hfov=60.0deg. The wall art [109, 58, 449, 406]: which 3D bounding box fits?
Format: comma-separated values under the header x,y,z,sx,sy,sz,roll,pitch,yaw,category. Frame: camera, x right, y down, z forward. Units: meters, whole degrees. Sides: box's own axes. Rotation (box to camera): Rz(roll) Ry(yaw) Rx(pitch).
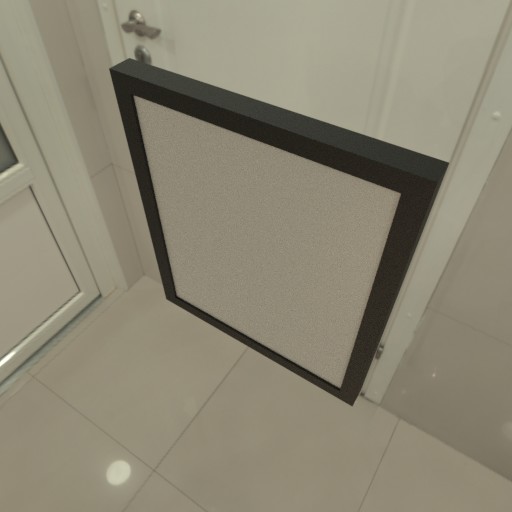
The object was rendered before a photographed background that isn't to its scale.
x,y,z,sx,sy,sz,roll,pitch,yaw,category
0.000,0.000,0.528,0.330,0.381,0.029,26,53,22,wall art
